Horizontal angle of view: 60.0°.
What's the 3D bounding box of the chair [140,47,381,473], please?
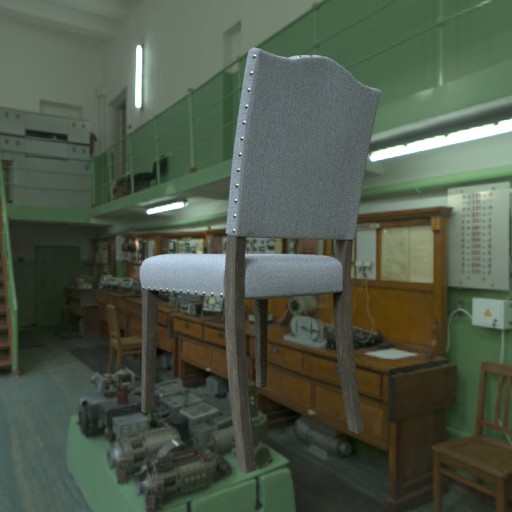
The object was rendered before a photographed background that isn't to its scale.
[{"bbox_3d":[0.000,0.000,1.360,0.508,1.020,0.620,0,0,-36],"label":"chair"}]
